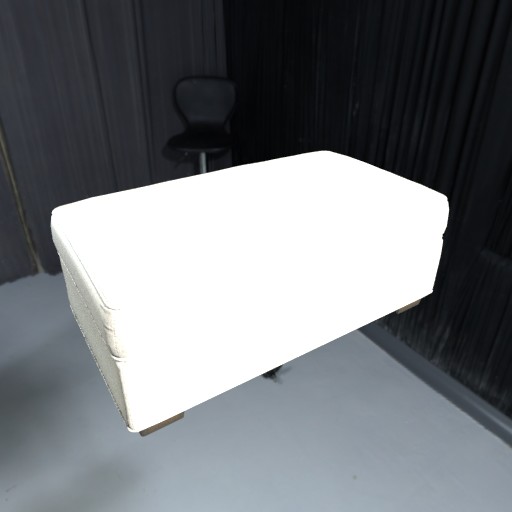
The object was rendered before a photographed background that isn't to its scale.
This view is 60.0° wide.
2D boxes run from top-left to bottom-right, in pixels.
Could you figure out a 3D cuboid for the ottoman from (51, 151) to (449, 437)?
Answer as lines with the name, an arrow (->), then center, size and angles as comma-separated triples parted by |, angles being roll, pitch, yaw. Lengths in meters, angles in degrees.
ottoman -> 0.000, 0.000, 1.435 | 1.097, 0.448, 0.617 | -18, 35, -28
